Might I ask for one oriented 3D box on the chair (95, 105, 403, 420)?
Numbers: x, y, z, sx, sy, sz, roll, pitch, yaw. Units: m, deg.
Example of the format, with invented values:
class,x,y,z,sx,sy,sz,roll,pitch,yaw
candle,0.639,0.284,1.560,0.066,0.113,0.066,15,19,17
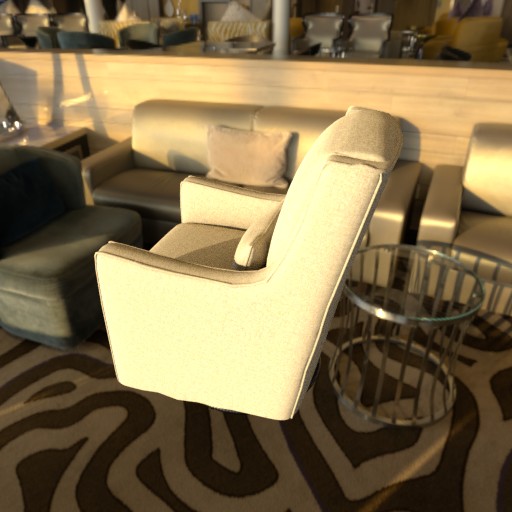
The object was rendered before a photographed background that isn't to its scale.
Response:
class,x,y,z,sx,sy,sz,roll,pitch,yaw
chair,0.000,0.000,1.606,0.879,0.993,0.732,8,31,13
